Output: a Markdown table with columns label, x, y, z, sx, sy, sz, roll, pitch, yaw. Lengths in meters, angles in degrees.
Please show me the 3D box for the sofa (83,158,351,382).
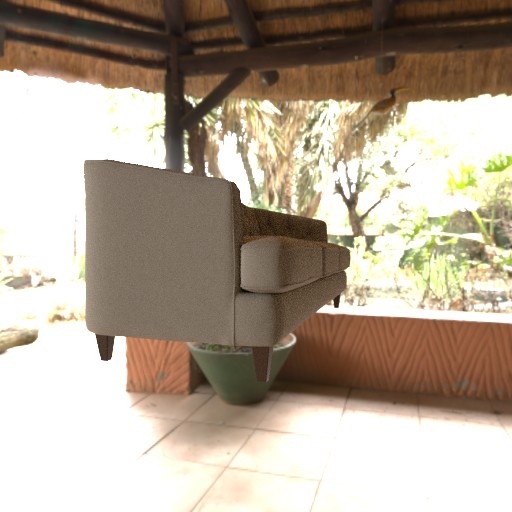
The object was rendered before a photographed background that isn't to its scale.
| label | x | y | z | sx | sy | sz | roll | pitch | yaw |
| --- | --- | --- | --- | --- | --- | --- | --- | --- | --- |
| sofa | 0.000 | 0.000 | 2.667 | 0.941 | 0.855 | 2.278 | 0 | 1 | 17 |
